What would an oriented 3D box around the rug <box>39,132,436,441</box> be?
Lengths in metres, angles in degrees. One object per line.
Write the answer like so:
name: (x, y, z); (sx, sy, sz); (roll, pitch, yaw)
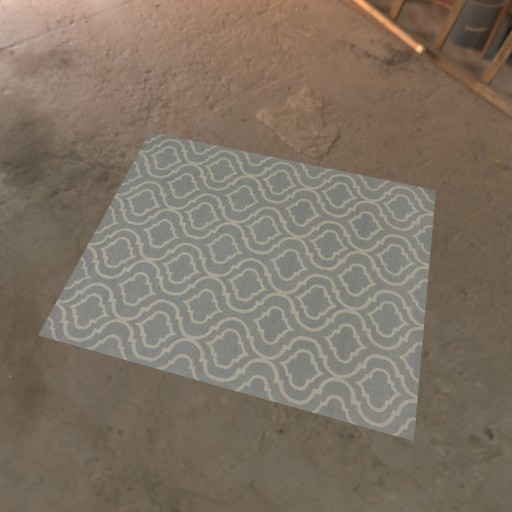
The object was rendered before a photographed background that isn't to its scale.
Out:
rug: (0.000, 0.000, 3.822); (2.892, 0.006, 2.283); (13, 60, 8)
